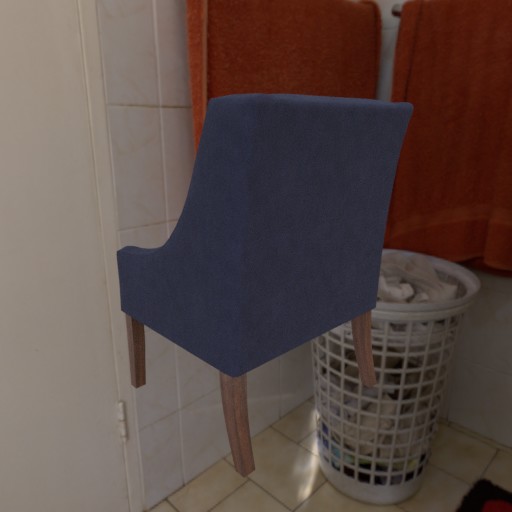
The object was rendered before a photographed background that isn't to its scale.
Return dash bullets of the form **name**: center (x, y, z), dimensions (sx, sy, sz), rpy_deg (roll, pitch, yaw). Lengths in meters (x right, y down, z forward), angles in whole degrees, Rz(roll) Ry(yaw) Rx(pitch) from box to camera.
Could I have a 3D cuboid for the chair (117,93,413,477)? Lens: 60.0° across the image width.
- **chair**: center (0.000, 0.000, 1.349), dimensions (0.629, 0.895, 0.629), rpy_deg (-15, 22, -41)
